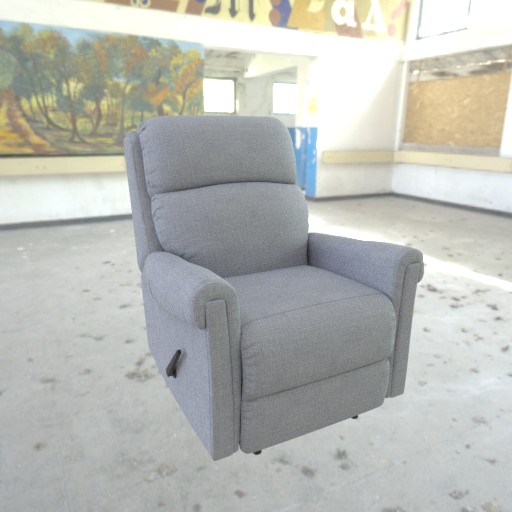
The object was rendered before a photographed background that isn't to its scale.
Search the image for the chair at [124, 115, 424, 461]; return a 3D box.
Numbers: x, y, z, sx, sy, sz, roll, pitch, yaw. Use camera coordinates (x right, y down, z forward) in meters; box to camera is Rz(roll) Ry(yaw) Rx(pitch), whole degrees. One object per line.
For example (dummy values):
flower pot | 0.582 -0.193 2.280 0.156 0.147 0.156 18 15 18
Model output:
chair | 0.000 0.000 1.721 0.838 1.054 1.014 -8 18 -26
